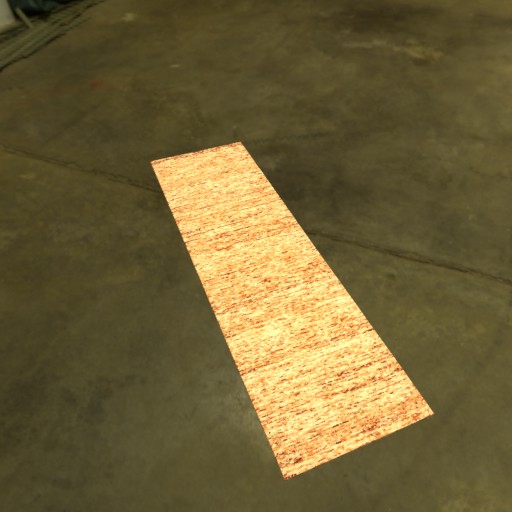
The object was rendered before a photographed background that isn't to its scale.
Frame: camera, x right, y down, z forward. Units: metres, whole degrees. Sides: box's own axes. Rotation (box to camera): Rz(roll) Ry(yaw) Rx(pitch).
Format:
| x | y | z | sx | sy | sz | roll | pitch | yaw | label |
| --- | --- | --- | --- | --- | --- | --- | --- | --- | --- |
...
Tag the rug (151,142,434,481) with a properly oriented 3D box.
| x | y | z | sx | sy | sz | roll | pitch | yaw | label |
| --- | --- | --- | --- | --- | --- | --- | --- | --- | --- |
| 0.000 | 0.000 | 2.457 | 0.680 | 0.014 | 2.237 | -16 | 48 | -15 | rug |
